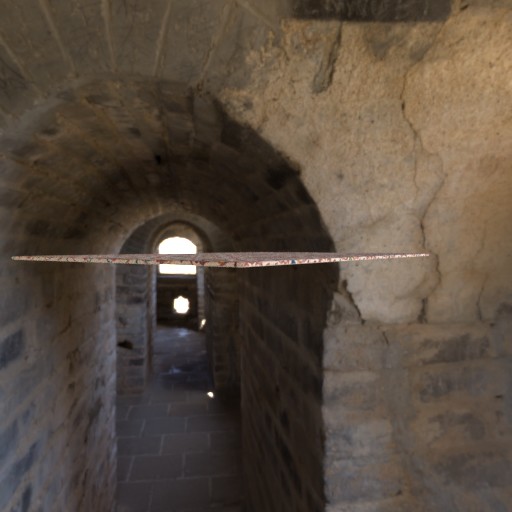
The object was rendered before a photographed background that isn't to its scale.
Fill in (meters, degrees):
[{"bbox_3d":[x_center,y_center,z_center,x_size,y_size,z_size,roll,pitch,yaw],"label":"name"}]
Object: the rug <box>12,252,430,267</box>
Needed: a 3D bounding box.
[{"bbox_3d":[0.000,0.000,2.824,1.541,0.018,2.297,1,1,36],"label":"rug"}]
